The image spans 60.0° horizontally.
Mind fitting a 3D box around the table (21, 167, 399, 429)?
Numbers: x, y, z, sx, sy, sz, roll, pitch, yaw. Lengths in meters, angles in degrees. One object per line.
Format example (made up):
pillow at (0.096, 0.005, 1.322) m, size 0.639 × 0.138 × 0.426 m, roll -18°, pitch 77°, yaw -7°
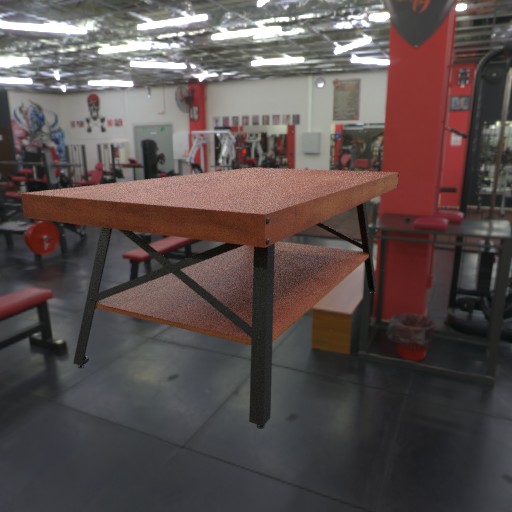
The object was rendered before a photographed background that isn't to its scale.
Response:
table at (0.000, 0.000, 1.353) m, size 0.610 × 0.457 × 1.067 m, roll 8°, pitch 17°, yaw 27°
